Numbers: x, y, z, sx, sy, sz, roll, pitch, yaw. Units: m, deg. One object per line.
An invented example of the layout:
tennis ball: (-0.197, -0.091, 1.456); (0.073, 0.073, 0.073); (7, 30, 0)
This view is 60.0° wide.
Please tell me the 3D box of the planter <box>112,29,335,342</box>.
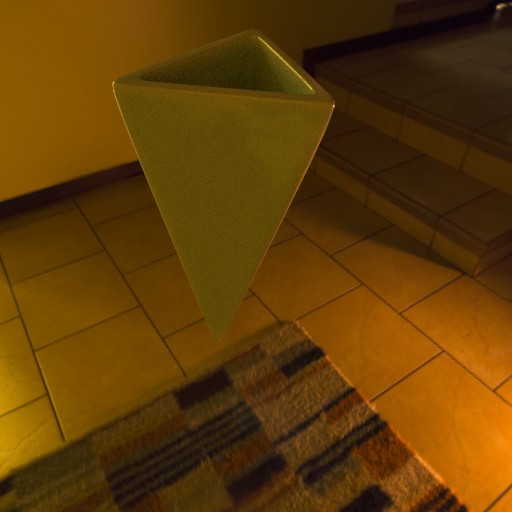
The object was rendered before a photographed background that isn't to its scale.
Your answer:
planter: (0.000, 0.000, 0.215); (0.064, 0.178, 0.080); (26, 47, 26)
